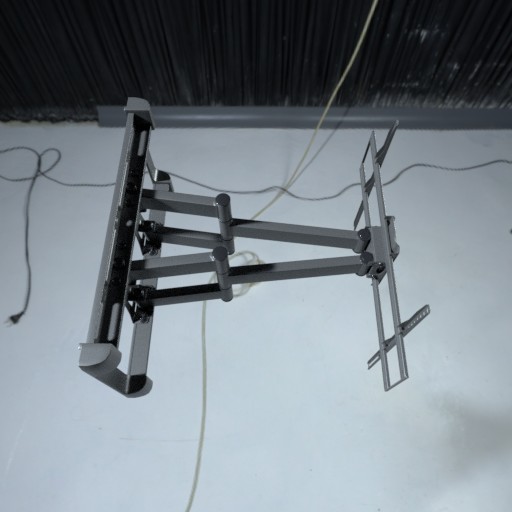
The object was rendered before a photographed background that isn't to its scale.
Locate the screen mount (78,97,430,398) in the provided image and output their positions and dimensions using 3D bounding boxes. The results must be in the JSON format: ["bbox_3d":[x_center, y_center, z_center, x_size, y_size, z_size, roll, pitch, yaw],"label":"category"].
[{"bbox_3d":[0.000,0.000,1.125,0.644,0.491,0.661,1,64,0],"label":"screen mount"}]
